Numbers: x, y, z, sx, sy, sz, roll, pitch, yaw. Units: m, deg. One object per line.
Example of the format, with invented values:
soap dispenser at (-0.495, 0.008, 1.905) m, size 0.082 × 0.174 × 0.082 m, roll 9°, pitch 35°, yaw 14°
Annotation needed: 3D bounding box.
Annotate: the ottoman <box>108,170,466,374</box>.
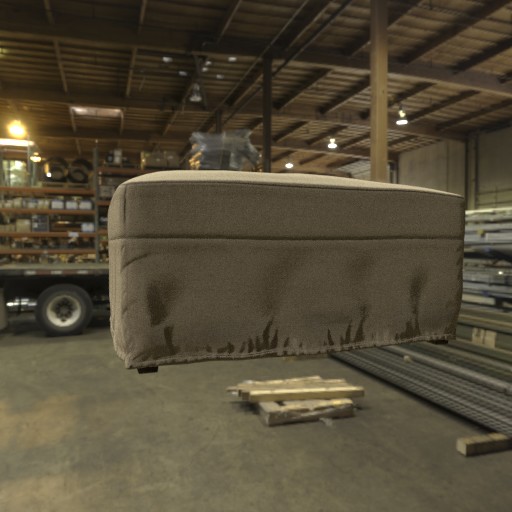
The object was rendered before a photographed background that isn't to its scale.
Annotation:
ottoman at (0.000, 0.000, 1.347) m, size 0.843 × 0.436 × 0.840 m, roll -1°, pitch 2°, yaw -20°
